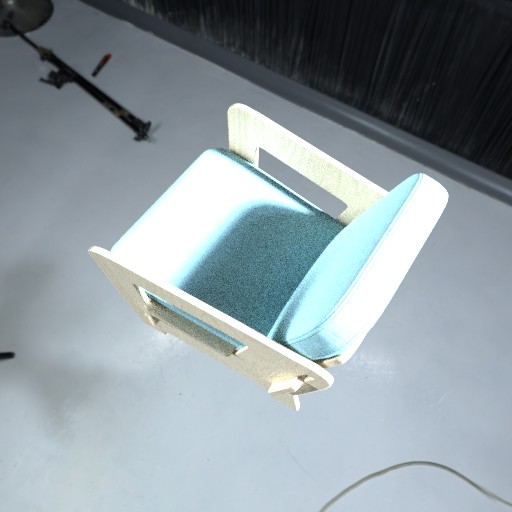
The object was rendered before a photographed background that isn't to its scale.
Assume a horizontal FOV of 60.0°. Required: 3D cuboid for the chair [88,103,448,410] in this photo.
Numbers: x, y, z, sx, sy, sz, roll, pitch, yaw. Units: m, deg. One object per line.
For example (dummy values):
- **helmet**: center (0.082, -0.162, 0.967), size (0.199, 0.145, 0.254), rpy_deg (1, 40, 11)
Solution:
- **chair**: center (0.000, 0.000, 1.239), size (0.710, 0.800, 0.590), rpy_deg (32, 67, 15)
